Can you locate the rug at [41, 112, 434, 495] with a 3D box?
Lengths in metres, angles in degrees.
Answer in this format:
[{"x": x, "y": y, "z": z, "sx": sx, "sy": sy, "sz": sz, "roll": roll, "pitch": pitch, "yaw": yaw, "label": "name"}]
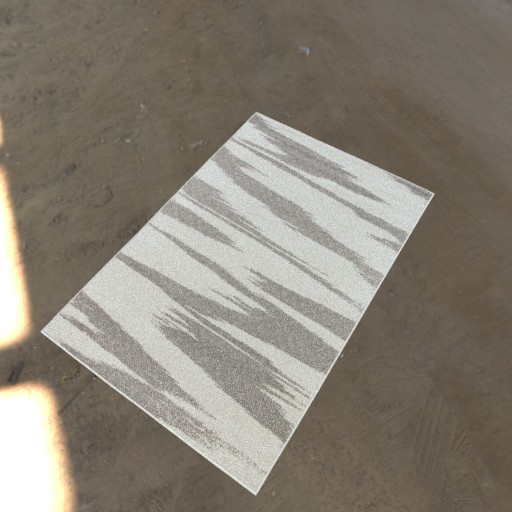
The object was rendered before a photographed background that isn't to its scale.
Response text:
[{"x": 0.000, "y": 0.000, "z": 2.301, "sx": 1.225, "sy": 0.008, "sz": 1.827, "roll": 30, "pitch": 63, "yaw": 17, "label": "rug"}]
